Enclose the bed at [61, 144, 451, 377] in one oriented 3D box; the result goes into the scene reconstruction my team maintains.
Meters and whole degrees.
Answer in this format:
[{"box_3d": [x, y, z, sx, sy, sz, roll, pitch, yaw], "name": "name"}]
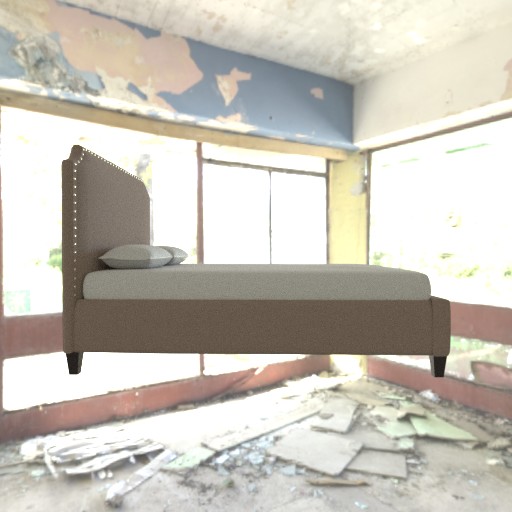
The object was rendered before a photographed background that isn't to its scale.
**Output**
[{"box_3d": [0.000, 0.000, 3.498, 2.372, 1.443, 1.713, 0, 1, 2], "name": "bed"}]
